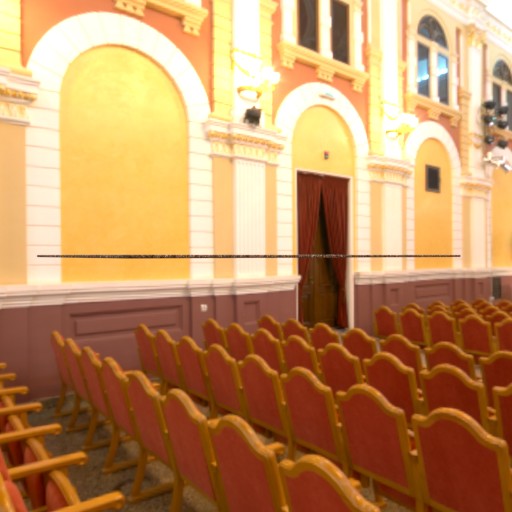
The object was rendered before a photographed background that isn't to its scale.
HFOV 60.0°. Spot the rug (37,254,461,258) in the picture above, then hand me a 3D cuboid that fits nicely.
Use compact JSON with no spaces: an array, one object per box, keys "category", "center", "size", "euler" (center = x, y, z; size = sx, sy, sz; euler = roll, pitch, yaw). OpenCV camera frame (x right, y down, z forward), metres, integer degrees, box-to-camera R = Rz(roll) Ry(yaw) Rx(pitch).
[{"category":"rug","center":[0.000,0.000,2.241],"size":[1.808,0.011,1.189],"euler":[0,0,-37]}]
